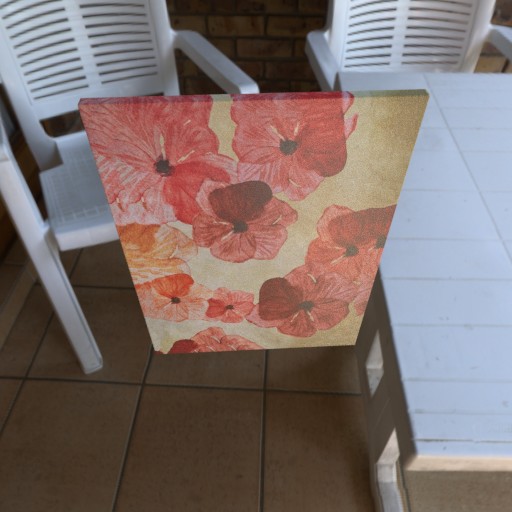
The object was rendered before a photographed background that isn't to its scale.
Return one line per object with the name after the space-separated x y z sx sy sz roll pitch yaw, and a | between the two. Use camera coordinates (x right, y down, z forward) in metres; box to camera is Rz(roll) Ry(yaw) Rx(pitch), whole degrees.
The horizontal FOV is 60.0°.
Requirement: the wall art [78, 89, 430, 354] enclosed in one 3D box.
0.000 0.000 1.335 0.762 1.015 0.031 -2 47 -2 | wall art
